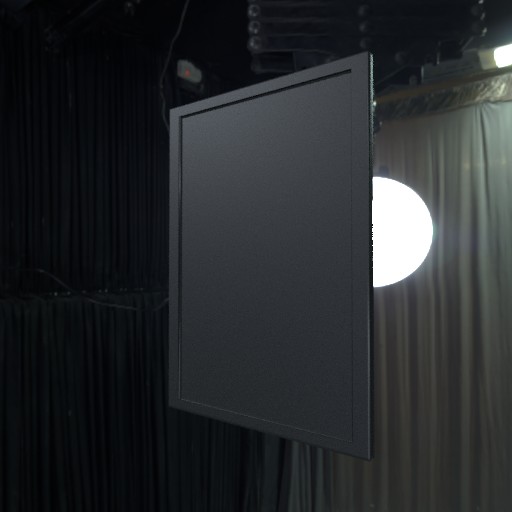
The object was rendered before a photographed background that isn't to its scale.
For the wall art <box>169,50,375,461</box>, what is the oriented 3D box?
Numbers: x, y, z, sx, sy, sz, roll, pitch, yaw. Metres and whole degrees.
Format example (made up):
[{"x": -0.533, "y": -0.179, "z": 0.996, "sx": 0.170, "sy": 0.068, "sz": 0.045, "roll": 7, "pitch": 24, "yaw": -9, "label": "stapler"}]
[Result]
[{"x": 0.000, "y": 0.000, "z": 0.559, "sx": 0.303, "sy": 0.431, "sz": 0.013, "roll": -1, "pitch": -1, "yaw": 36, "label": "wall art"}]
